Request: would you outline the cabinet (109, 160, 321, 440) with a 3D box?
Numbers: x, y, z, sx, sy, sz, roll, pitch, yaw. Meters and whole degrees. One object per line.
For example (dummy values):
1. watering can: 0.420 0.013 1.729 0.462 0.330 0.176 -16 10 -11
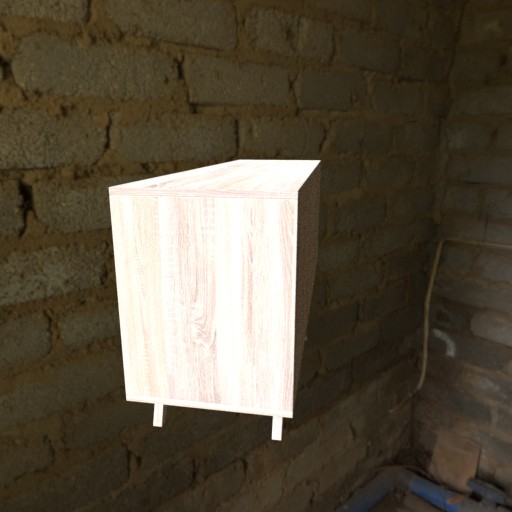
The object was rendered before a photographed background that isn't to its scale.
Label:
1. cabinet: 0.000 0.000 2.011 0.500 0.780 1.650 3 15 10
